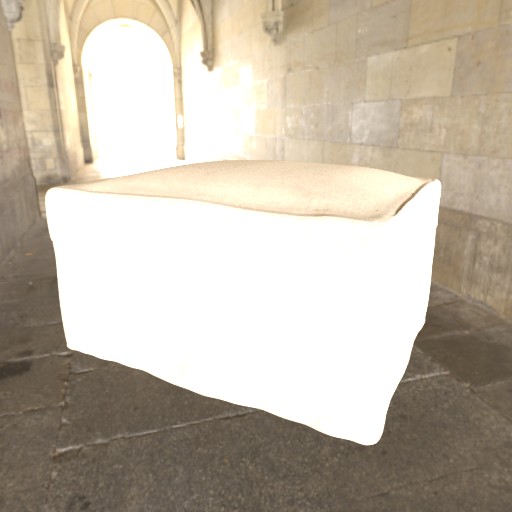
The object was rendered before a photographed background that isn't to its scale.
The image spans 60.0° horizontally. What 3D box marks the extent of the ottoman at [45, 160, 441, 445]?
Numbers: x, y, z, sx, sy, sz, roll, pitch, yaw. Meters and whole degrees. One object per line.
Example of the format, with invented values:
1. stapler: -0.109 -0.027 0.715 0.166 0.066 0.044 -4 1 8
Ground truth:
1. ottoman: 0.000 0.000 1.193 0.833 0.485 0.650 9 19 27
